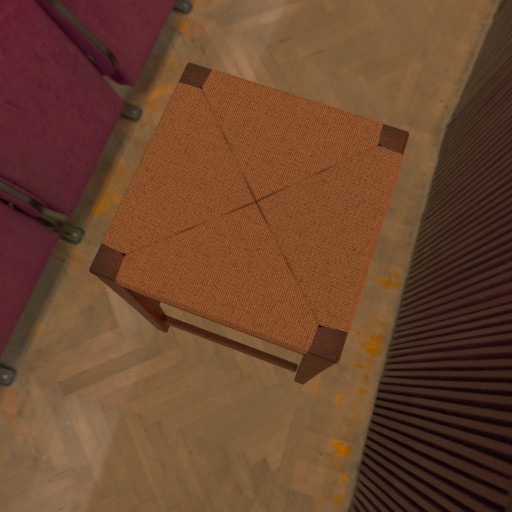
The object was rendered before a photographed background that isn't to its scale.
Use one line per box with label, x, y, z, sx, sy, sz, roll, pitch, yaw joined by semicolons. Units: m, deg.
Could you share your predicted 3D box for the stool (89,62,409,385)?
stool;0.000;0.000;1.118;0.507;0.762;0.497;20;76;5
